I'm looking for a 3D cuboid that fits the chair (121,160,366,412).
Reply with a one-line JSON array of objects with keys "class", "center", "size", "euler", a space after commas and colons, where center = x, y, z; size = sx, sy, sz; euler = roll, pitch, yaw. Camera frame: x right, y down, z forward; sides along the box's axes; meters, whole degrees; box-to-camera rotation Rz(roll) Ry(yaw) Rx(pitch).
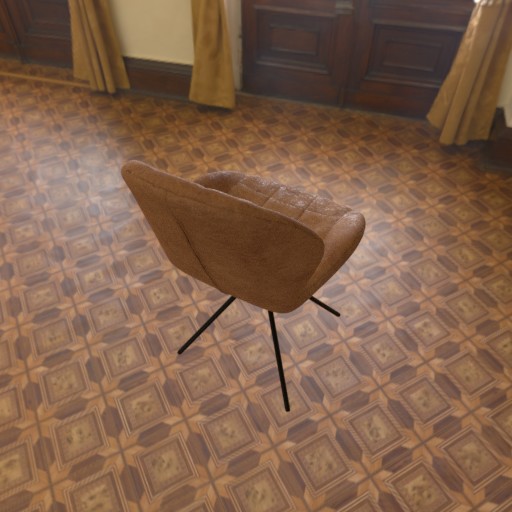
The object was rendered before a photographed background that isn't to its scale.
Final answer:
[{"class": "chair", "center": [0.000, 0.000, 1.289], "size": [0.527, 0.929, 0.640], "euler": [22, 51, 20]}]
